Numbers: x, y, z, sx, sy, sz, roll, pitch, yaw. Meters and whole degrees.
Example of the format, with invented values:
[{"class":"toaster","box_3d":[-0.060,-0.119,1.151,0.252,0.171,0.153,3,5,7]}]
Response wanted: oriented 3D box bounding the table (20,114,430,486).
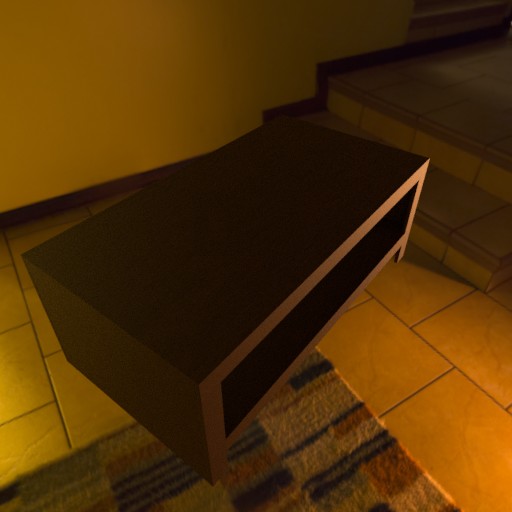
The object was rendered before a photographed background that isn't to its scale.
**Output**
[{"class":"table","box_3d":[0.000,0.000,1.405,0.597,0.424,1.099,27,47,28]}]
